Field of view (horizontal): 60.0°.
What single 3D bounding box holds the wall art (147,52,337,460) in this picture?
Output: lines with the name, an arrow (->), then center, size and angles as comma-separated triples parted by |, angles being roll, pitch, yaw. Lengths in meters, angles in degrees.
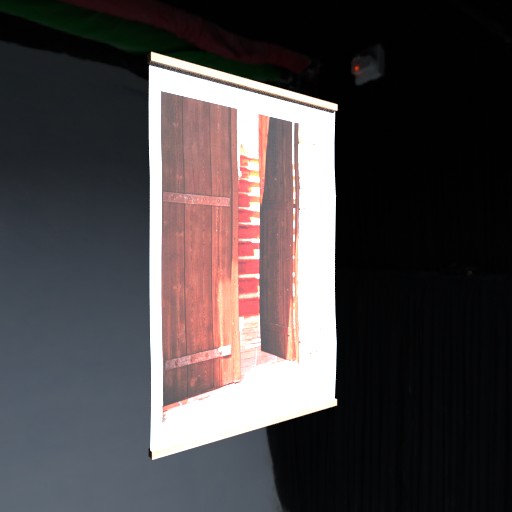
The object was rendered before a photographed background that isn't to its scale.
wall art -> 0.000, 0.000, 0.656 | 0.332, 0.508, 0.012 | 0, 1, -36
